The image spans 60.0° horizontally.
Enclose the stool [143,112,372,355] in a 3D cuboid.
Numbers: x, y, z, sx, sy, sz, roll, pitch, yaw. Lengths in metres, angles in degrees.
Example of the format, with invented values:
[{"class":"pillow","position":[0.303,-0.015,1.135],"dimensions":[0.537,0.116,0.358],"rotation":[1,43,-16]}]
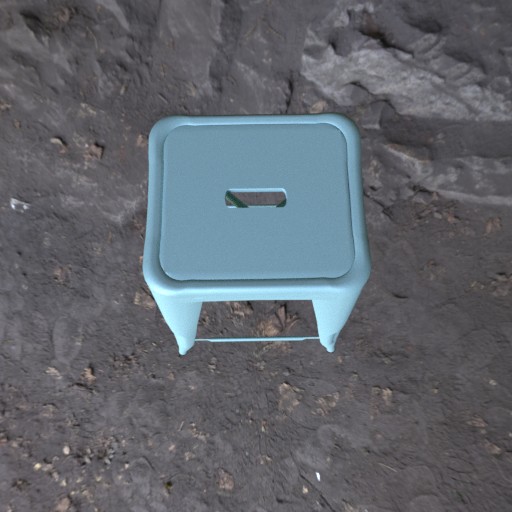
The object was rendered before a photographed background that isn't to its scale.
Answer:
[{"class":"stool","position":[0.000,0.000,0.874],"dimensions":[0.399,0.609,0.359],"rotation":[-1,75,0]}]
